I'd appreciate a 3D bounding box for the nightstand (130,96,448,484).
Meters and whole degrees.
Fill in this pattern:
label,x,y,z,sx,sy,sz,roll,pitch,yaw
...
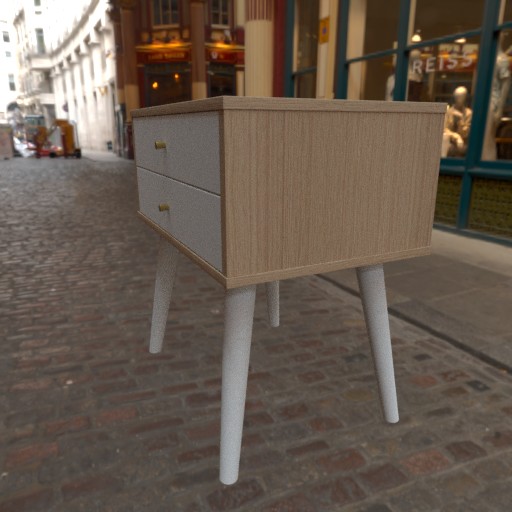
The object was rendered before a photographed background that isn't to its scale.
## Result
label,x,y,z,sx,sy,sz,roll,pitch,yaw
nightstand,0.000,0.000,0.958,0.407,0.610,0.571,-8,18,-25
